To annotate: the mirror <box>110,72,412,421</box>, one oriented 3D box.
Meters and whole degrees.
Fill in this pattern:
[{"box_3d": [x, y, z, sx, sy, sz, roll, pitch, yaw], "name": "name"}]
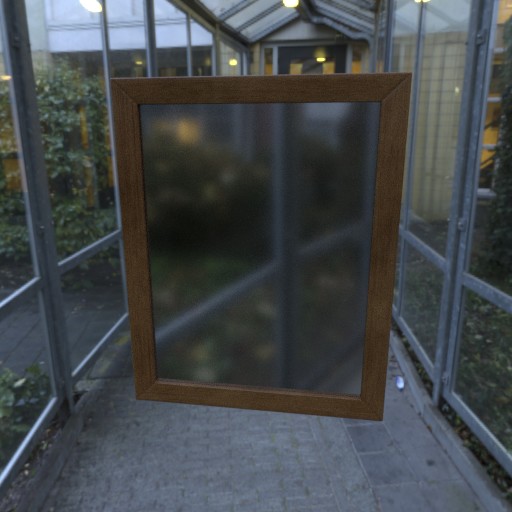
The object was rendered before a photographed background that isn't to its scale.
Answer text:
[{"box_3d": [0.000, 0.000, 0.673, 0.405, 0.508, 0.041, 2, 15, 8], "name": "mirror"}]
